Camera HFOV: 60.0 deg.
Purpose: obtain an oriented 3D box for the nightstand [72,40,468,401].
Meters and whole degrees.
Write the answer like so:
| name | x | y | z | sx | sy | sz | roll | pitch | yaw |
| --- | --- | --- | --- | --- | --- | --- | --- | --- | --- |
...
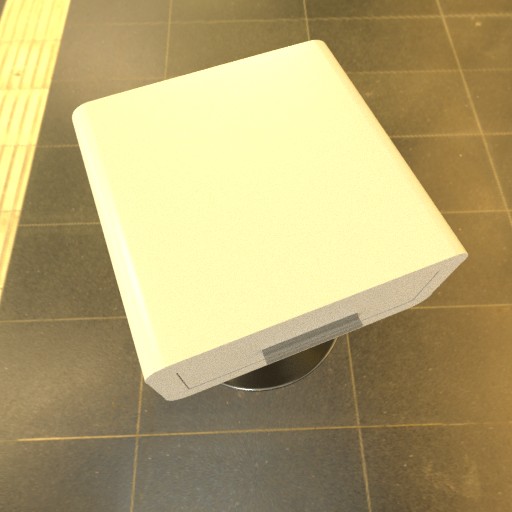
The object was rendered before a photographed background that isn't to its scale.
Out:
| name | x | y | z | sx | sy | sz | roll | pitch | yaw |
| --- | --- | --- | --- | --- | --- | --- | --- | --- | --- |
| nightstand | 0.000 | 0.000 | 0.752 | 0.399 | 0.447 | 0.404 | -20 | 65 | -9 |
